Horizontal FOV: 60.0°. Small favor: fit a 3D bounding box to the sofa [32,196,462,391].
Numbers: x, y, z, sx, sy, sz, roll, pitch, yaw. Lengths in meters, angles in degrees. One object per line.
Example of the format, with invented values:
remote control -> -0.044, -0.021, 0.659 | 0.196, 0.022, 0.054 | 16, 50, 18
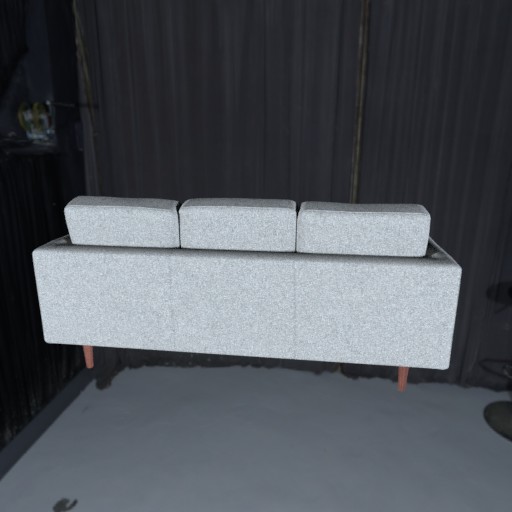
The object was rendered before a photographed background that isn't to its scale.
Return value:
sofa -> 0.000, 0.000, 2.925 | 2.055, 0.957, 1.667 | 2, 17, 7
